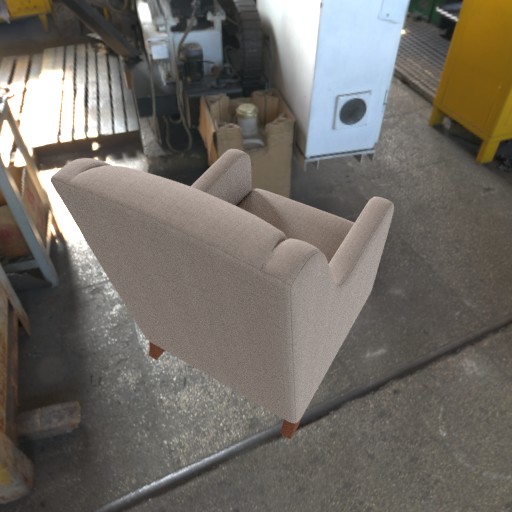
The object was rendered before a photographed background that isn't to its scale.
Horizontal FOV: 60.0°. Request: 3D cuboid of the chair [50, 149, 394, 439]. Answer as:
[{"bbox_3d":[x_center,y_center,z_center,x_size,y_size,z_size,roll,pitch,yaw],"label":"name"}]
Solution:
[{"bbox_3d":[0.000,0.000,1.592,0.715,1.017,0.890,23,49,22],"label":"chair"}]
